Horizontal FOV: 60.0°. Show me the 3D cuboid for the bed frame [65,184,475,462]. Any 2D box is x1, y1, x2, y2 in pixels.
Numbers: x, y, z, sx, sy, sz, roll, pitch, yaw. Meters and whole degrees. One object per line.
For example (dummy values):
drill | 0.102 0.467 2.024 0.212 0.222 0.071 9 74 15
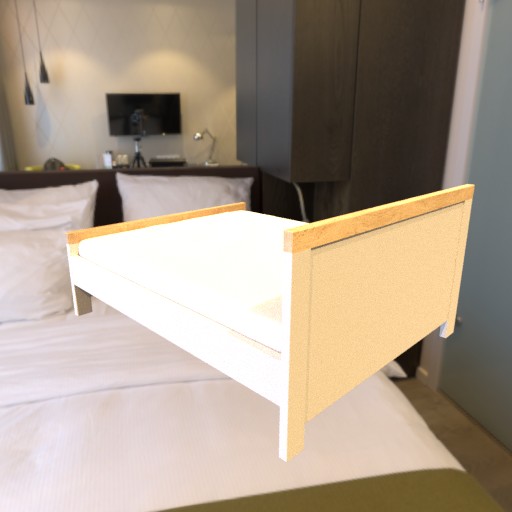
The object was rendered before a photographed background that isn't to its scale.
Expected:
bed frame | 0.000 0.000 2.941 1.670 0.980 2.050 -16 23 -42
